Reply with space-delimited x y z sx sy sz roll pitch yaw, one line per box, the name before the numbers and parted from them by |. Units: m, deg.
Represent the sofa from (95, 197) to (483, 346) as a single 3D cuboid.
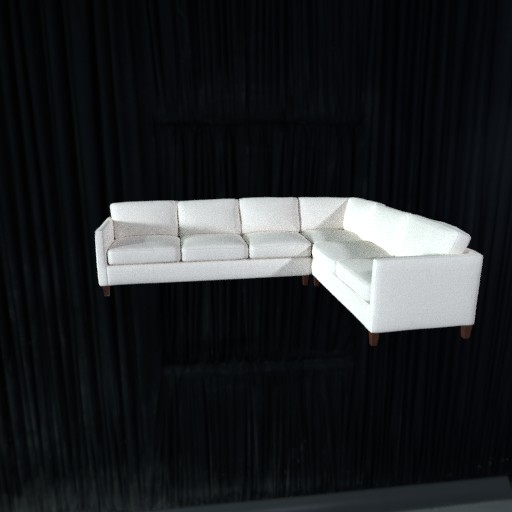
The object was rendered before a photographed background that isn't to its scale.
sofa | 0.000 0.000 4.539 3.302 0.947 2.593 -2 15 -9
